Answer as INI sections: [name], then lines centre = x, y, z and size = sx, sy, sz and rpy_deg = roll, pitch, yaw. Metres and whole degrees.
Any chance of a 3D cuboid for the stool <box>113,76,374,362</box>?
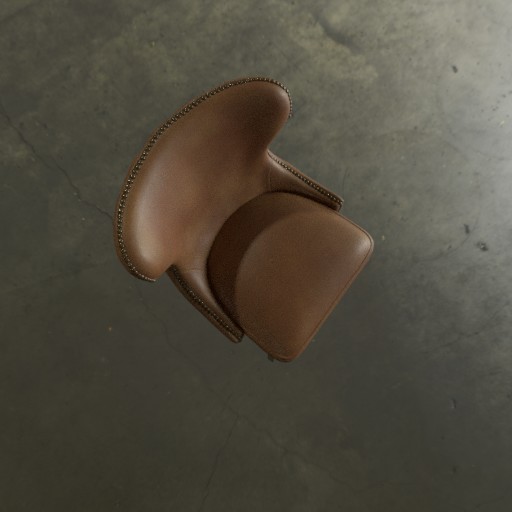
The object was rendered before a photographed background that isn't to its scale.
[stool]
centre = 0.000, 0.000, 1.509
size = 0.606, 1.087, 0.591
rpy_deg = 36, 79, 8
